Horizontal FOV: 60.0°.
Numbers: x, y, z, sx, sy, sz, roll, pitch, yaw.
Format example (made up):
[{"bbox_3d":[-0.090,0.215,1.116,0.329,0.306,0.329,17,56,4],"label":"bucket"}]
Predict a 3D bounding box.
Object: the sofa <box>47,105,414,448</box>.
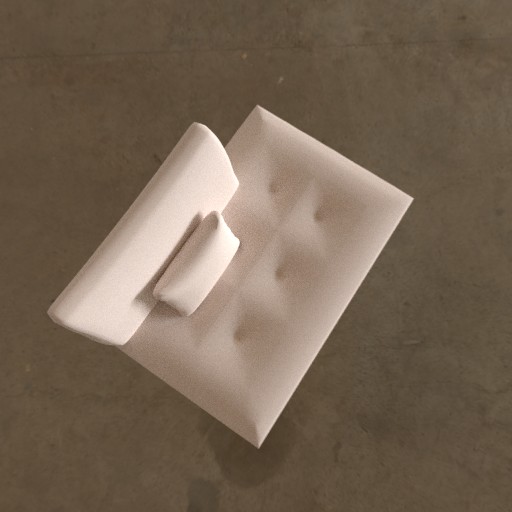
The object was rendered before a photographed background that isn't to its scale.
[{"bbox_3d":[0.000,0.000,2.118,1.000,0.820,1.450,33,79,7],"label":"sofa"}]
